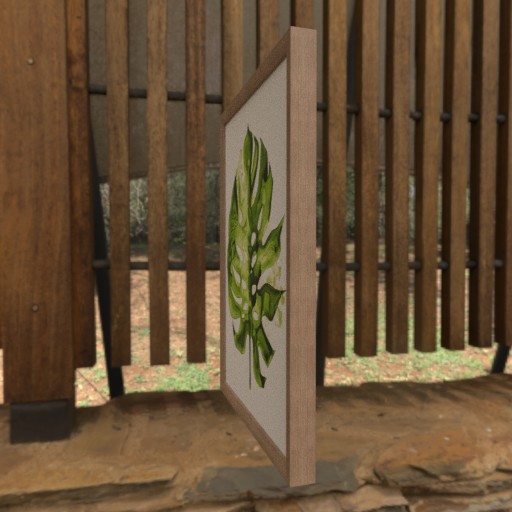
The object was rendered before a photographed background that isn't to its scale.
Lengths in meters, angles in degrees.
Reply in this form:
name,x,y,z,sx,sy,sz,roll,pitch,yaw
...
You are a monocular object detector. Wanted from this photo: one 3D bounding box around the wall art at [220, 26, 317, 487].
name,x,y,z,sx,sy,sz,roll,pitch,yaw
wall art,0.000,0.000,0.662,0.031,0.509,0.356,0,1,-17
